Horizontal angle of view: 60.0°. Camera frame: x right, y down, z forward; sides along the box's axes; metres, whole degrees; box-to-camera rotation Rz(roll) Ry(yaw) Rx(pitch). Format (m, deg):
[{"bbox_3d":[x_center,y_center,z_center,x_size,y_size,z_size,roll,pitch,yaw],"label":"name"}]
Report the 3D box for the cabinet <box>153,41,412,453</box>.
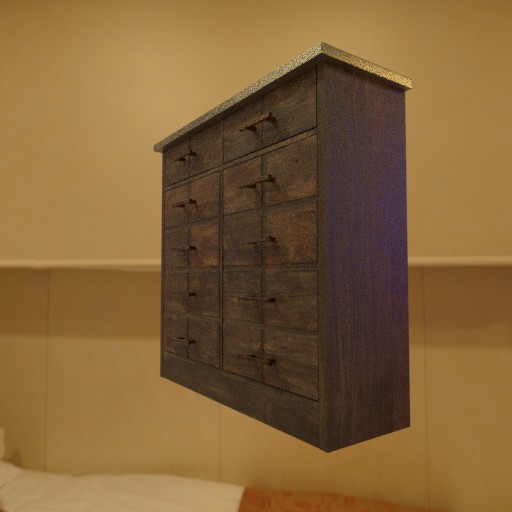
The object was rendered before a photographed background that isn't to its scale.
[{"bbox_3d":[0.000,0.000,1.461,0.338,0.919,0.968,2,-3,-35],"label":"cabinet"}]
